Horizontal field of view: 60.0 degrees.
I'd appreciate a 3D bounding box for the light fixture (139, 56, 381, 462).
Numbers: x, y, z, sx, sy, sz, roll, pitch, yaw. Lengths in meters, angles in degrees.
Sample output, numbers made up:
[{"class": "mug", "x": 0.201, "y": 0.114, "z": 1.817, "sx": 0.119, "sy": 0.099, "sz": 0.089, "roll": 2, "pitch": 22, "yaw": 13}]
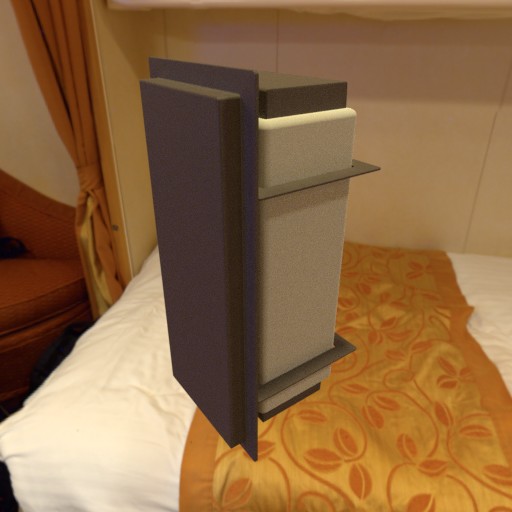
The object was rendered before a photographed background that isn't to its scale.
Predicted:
[{"class": "light fixture", "x": 0.000, "y": 0.000, "z": 0.426, "sx": 0.146, "sy": 0.347, "sz": 0.153, "roll": -19, "pitch": 33, "yaw": -31}]
